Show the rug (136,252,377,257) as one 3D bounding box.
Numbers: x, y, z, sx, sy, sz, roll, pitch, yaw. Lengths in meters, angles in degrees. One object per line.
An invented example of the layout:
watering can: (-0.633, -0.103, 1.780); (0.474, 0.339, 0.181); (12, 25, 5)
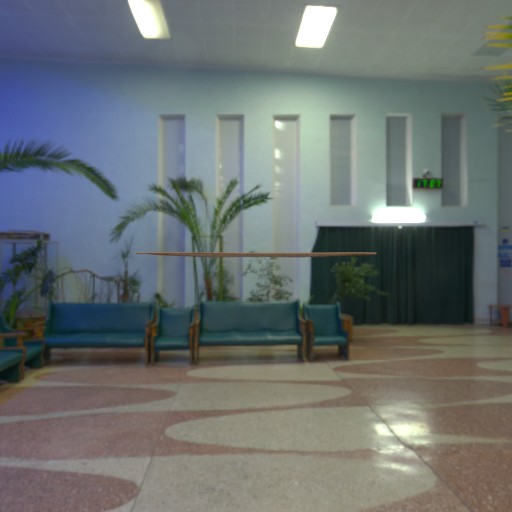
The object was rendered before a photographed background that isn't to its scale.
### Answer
rug: (0.000, 0.000, 2.672); (0.799, 0.010, 2.444); (0, 0, 0)
